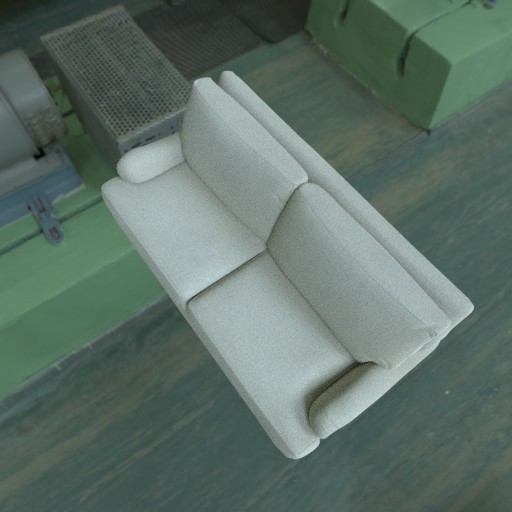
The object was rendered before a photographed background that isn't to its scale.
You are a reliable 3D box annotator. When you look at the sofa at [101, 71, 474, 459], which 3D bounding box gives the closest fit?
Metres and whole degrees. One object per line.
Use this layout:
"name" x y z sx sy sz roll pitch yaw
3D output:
"sofa" 0.000 0.000 2.655 1.091 0.997 2.070 -34 68 -16
